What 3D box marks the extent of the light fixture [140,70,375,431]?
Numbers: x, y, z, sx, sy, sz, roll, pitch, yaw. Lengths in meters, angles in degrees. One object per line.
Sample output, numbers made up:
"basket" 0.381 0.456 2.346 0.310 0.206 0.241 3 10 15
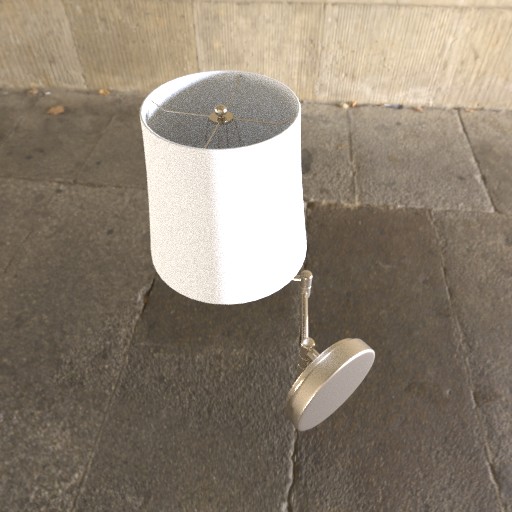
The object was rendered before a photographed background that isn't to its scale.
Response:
"light fixture" 0.000 0.000 0.594 0.223 0.381 0.348 -30 54 -25
